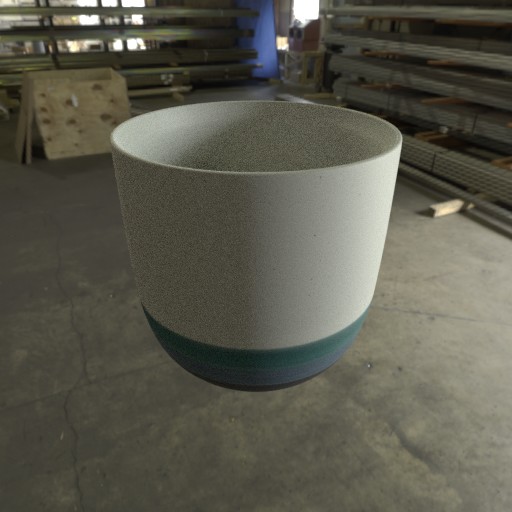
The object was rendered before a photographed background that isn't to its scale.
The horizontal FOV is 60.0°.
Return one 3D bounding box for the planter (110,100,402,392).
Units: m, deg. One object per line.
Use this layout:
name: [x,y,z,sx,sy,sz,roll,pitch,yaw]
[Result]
planter: [0.000,0.000,0.373,0.204,0.214,0.204,0,30,0]
